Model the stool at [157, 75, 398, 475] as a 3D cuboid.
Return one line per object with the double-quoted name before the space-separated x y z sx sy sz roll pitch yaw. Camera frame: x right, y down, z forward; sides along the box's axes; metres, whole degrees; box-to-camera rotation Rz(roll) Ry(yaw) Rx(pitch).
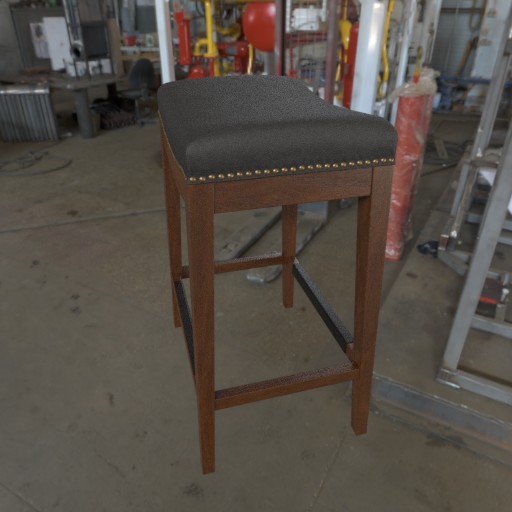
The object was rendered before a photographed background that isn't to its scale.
"stool" 0.000 0.000 0.943 0.353 0.664 0.490 -8 31 -14
